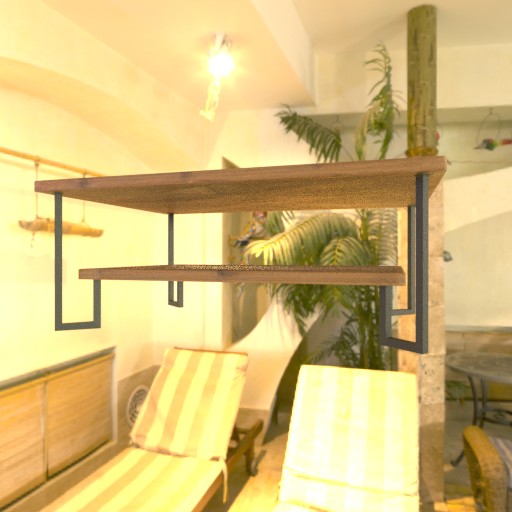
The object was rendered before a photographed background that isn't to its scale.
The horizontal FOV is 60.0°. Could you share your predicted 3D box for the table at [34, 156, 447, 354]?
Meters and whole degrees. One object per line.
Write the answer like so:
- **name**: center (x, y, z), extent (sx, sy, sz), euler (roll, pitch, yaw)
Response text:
- **table**: center (0.000, 0.000, 1.671), extent (1.238, 0.492, 0.877), euler (0, 0, 17)
